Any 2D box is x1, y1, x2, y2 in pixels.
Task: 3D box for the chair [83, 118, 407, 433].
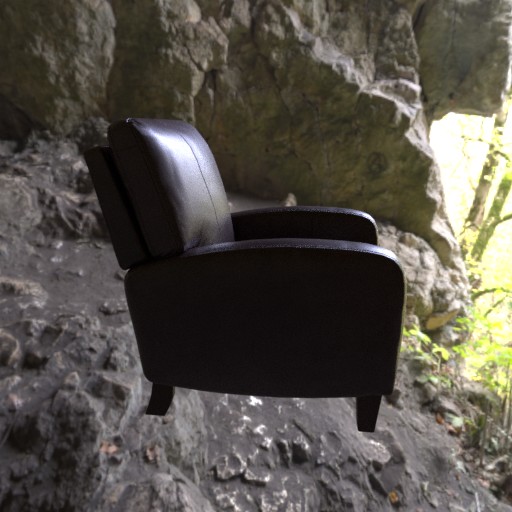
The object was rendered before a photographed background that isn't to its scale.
[{"bbox_3d":[0.000,0.000,1.675,0.990,0.990,0.762,2,16,7],"label":"chair"}]
